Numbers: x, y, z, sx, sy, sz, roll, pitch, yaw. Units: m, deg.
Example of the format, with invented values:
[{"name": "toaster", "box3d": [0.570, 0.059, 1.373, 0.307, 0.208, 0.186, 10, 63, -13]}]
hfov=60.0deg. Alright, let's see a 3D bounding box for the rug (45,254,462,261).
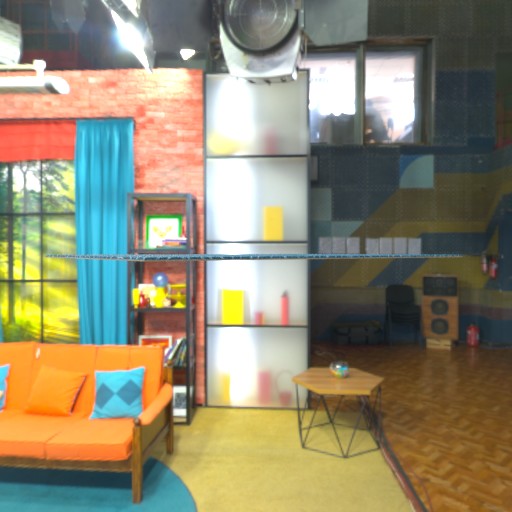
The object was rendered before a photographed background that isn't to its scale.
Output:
[{"name": "rug", "box3d": [0.000, 0.000, 2.801, 2.144, 0.015, 1.543, 0, 1, -37]}]
